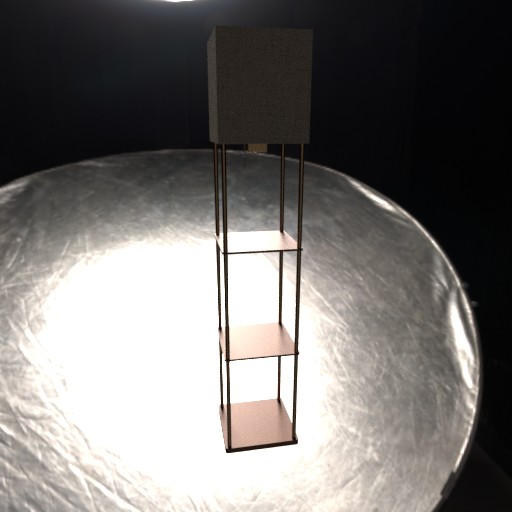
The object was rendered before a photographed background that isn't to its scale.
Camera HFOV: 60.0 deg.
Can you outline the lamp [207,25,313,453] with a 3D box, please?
[{"bbox_3d":[0.000,0.000,1.743,0.310,1.569,0.308,-3,17,-10],"label":"lamp"}]
